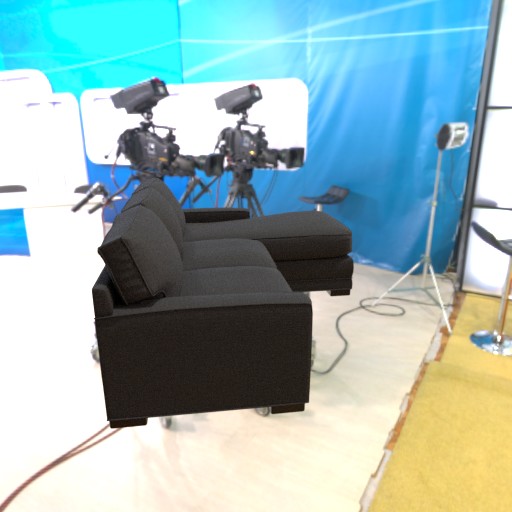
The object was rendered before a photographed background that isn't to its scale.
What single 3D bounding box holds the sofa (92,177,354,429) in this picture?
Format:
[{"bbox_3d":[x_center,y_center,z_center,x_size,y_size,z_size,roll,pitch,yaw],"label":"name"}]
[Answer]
[{"bbox_3d":[0.000,0.000,3.208,1.790,0.973,2.370,-3,17,-8],"label":"sofa"}]
